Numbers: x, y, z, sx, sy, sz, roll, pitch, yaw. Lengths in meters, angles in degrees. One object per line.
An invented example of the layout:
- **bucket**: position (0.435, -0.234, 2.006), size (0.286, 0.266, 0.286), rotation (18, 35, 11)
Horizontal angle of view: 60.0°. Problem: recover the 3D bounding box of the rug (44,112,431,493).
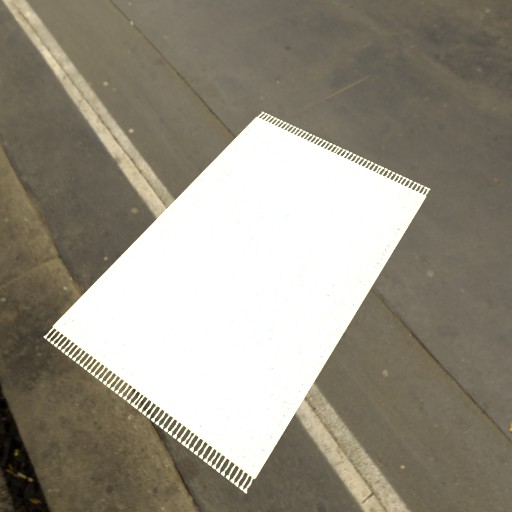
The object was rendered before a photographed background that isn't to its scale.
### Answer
- **rug**: position (0.000, 0.000, 3.034), size (1.524, 0.010, 2.438), rotation (30, 63, 17)
